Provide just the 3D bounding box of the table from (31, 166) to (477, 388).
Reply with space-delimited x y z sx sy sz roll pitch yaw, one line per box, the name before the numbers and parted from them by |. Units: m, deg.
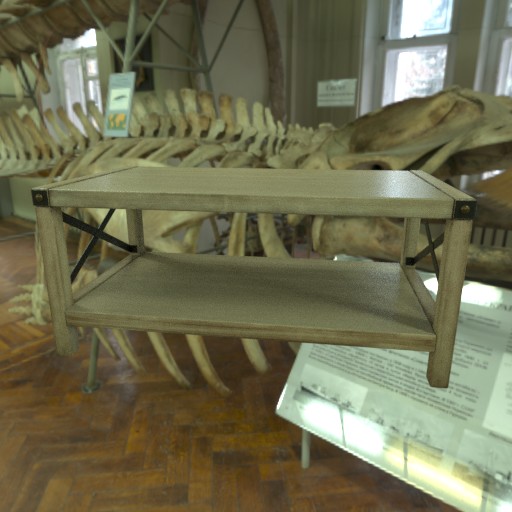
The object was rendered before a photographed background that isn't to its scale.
table | 0.000 0.000 1.303 1.016 0.456 0.559 3 17 8
